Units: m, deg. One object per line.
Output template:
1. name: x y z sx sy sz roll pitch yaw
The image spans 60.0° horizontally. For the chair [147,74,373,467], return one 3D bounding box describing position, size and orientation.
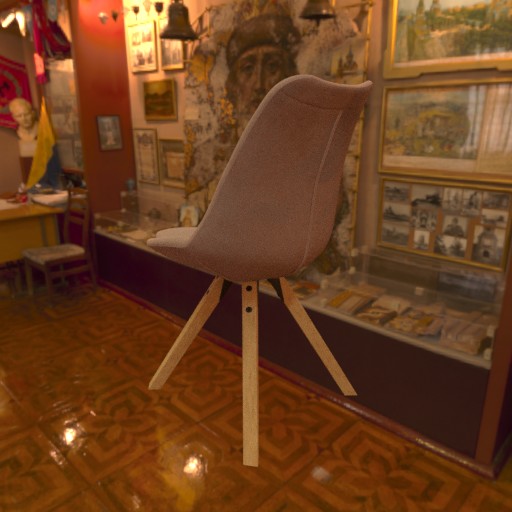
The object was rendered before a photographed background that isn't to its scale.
1. chair: 0.000 0.000 1.177 0.485 0.850 0.550 -16 23 -42
